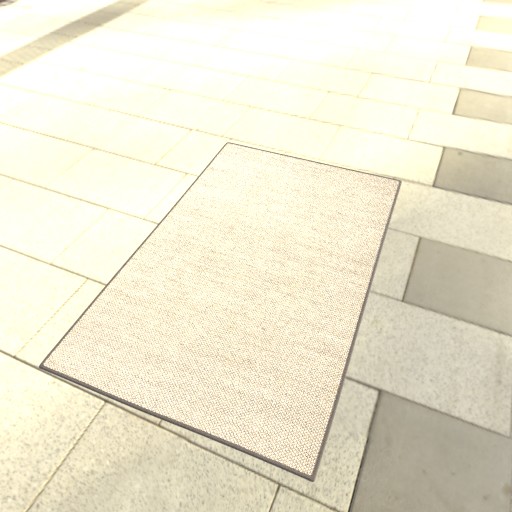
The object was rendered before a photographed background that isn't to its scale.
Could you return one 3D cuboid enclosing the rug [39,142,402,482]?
[{"bbox_3d":[0.000,0.000,2.040,1.067,0.013,1.676,16,48,15],"label":"rug"}]
